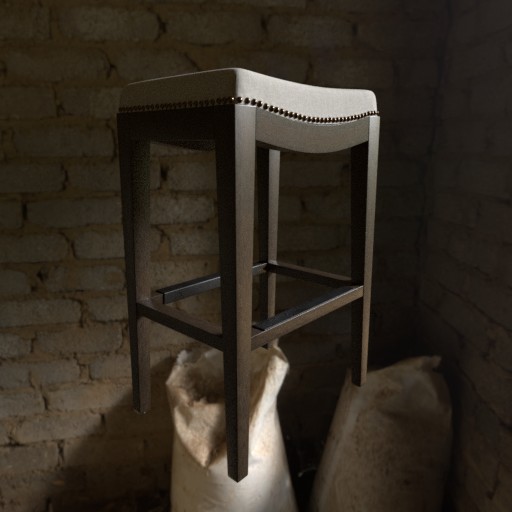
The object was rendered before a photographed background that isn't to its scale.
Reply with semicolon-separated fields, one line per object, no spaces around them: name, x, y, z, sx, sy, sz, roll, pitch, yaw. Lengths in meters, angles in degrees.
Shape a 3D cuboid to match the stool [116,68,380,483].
stool;0.000;0.000;1.054;0.358;0.759;0.498;13;19;41
